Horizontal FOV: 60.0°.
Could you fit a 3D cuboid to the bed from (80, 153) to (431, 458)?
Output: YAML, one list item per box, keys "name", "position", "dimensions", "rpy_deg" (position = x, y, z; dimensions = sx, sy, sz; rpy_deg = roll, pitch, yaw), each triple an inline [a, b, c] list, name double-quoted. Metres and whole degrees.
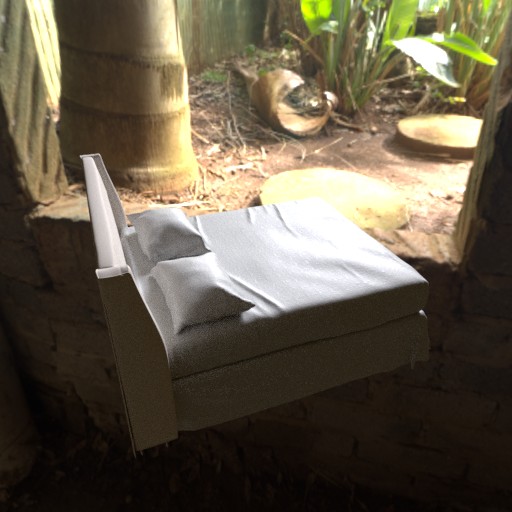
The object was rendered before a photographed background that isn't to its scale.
- name: "bed"
  position: [0.000, 0.000, 3.411]
  dimensions: [2.276, 1.332, 1.925]
  rpy_deg: [-11, 32, -18]
